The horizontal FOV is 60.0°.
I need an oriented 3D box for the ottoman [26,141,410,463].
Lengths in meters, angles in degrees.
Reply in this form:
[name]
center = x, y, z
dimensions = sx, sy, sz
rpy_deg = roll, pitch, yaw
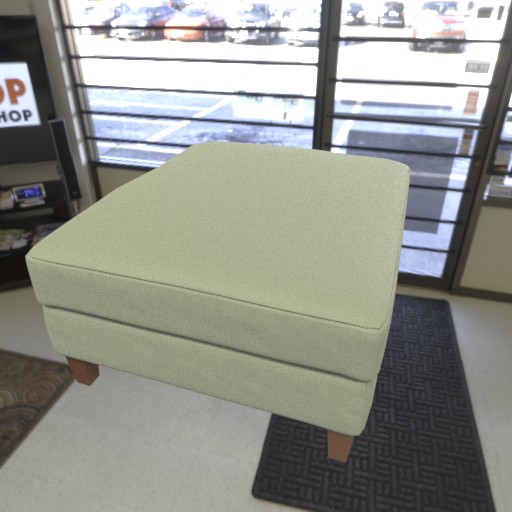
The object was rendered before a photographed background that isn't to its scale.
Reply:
[ottoman]
center = 0.000, 0.000, 1.396
dimensions = 0.842, 0.494, 0.991
rpy_deg = 10, 32, 16
